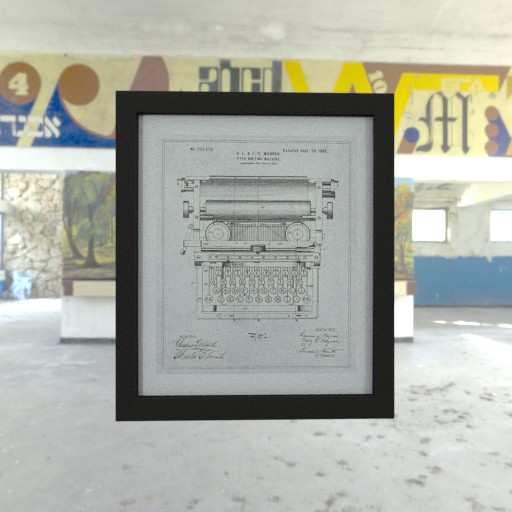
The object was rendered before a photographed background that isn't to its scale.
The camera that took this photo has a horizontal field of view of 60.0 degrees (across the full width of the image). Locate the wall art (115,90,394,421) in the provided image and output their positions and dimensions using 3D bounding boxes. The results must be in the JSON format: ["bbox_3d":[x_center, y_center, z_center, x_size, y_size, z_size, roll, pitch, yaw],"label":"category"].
[{"bbox_3d":[0.000,0.000,0.696,0.432,0.508,0.021,0,0,-2],"label":"wall art"}]
